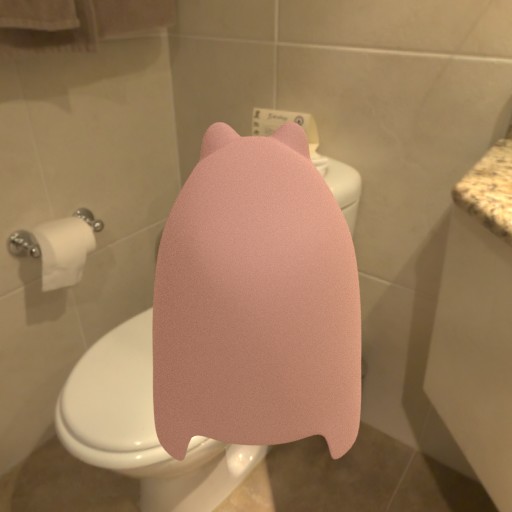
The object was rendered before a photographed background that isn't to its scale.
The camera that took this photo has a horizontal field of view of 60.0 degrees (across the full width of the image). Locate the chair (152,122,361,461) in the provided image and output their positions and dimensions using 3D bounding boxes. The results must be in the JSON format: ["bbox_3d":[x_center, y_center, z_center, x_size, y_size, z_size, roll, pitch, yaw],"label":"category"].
[{"bbox_3d":[0.000,0.000,0.831,0.364,0.423,0.619,0,31,-1],"label":"chair"}]
